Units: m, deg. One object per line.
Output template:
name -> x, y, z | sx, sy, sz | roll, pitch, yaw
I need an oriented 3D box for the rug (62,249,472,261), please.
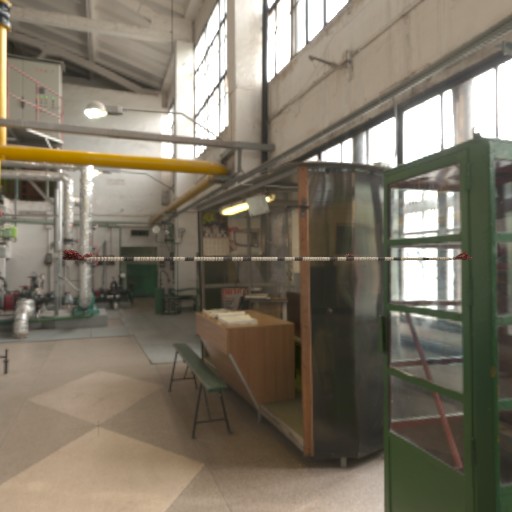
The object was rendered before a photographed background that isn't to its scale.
rug -> 0.000, 0.000, 3.481 | 2.672, 0.066, 1.741 | 0, 0, -19
